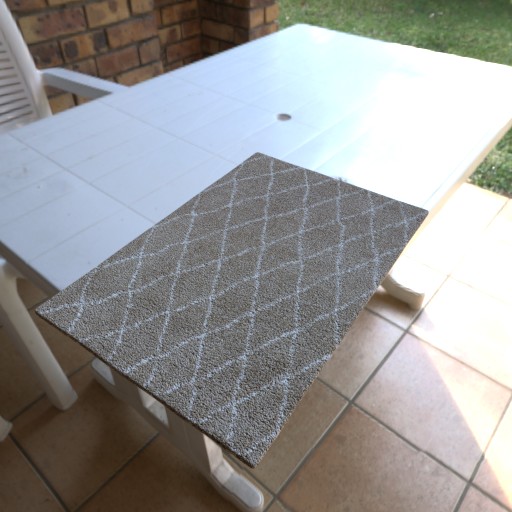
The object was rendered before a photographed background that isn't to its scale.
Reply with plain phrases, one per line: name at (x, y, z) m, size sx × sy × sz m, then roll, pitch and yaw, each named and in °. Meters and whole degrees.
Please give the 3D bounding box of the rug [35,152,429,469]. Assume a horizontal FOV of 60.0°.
rug at (0.000, 0.000, 2.290) m, size 1.219 × 0.030 × 1.778 m, roll 25°, pitch 48°, yaw 25°
